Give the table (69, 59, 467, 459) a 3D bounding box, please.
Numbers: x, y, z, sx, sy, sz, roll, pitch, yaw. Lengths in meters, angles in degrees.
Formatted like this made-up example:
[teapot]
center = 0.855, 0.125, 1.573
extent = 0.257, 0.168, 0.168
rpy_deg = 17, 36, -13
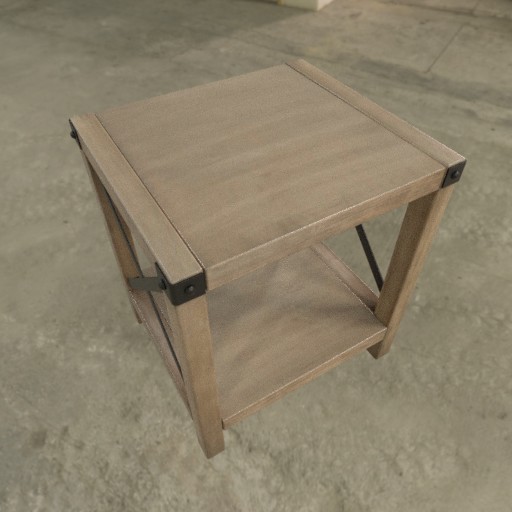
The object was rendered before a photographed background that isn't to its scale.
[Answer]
[table]
center = 0.000, 0.000, 0.925
extent = 0.510, 0.561, 0.459
rpy_deg = -23, 50, -21
